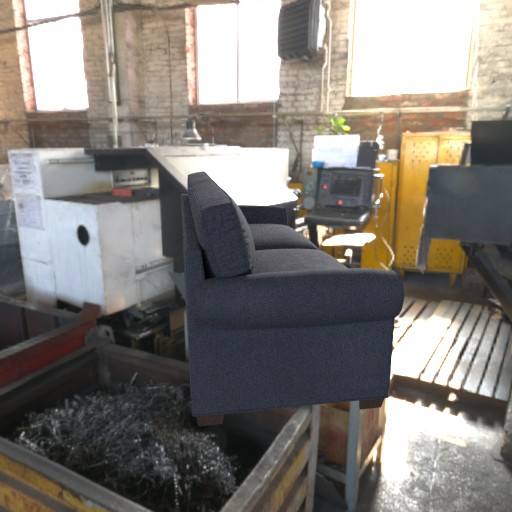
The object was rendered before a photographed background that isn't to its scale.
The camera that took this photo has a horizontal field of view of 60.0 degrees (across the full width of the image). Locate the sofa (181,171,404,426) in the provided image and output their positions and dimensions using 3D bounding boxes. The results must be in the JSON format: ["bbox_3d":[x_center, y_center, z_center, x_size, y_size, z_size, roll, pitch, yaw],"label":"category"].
[{"bbox_3d":[0.000,0.000,2.976,0.954,1.026,2.391,-2,14,-10],"label":"sofa"}]
